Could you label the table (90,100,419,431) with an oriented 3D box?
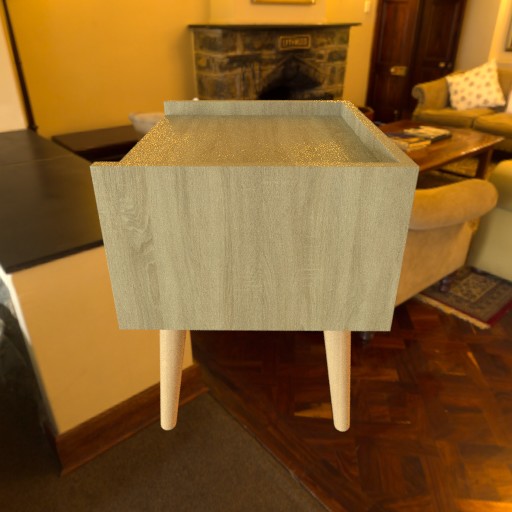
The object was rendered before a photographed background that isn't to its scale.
[{"bbox_3d":[0.000,0.000,0.807,0.370,0.470,0.450,0,28,0],"label":"table"}]
